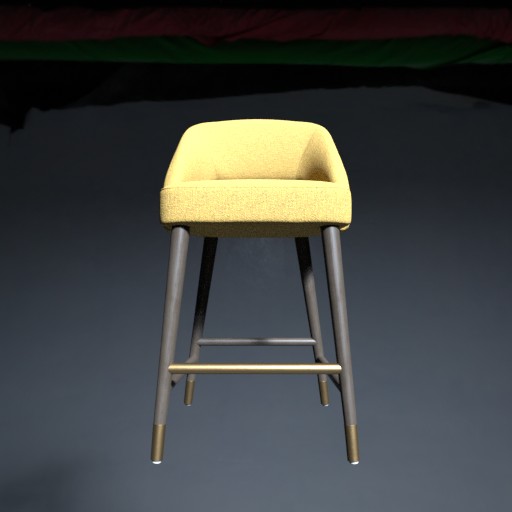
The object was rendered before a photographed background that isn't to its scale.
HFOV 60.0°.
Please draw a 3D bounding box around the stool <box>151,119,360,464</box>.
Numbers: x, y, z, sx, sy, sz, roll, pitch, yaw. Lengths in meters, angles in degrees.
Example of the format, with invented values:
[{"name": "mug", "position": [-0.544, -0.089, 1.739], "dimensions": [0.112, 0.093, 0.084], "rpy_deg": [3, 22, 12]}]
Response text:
[{"name": "stool", "position": [0.000, 0.000, 1.250], "dimensions": [0.536, 0.939, 0.522], "rpy_deg": [0, -2, 1]}]
